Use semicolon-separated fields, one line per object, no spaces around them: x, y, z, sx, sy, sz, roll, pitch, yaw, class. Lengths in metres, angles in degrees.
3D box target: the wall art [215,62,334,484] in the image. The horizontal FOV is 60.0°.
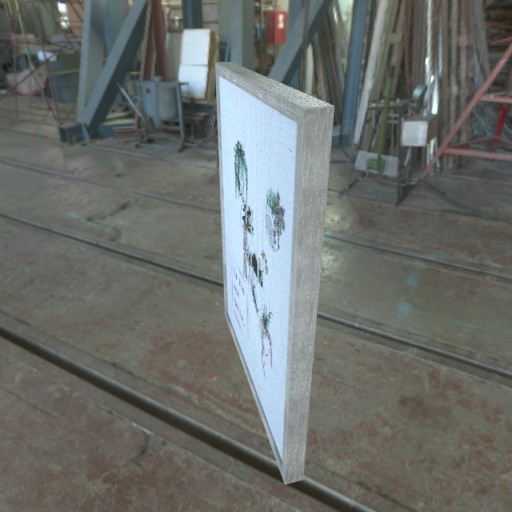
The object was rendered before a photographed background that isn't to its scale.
0.000;0.000;0.693;0.032;0.521;0.421;-8;30;-14;wall art
